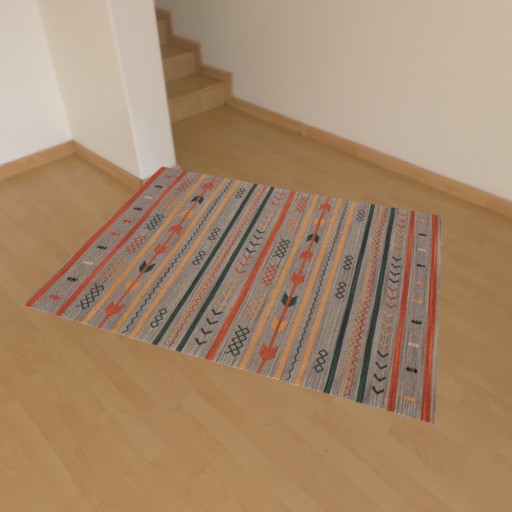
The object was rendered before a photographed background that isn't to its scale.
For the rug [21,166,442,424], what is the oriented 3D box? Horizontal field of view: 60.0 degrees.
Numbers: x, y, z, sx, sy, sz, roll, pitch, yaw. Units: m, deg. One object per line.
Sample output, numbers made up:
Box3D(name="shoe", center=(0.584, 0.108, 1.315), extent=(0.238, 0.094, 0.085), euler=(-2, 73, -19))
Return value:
Box3D(name="rug", center=(0.000, 0.000, 3.826), extent=(3.029, 0.022, 2.263), euler=(12, 42, 14))
